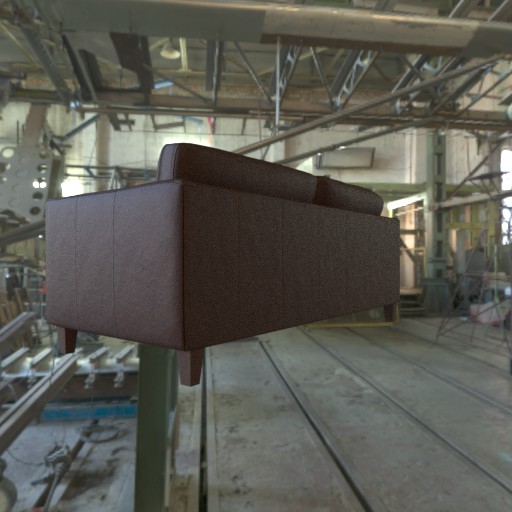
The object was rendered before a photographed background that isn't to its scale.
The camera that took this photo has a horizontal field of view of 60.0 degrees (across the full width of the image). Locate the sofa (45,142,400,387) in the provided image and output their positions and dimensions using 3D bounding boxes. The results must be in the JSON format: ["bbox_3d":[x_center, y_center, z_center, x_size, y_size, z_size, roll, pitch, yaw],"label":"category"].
[{"bbox_3d":[0.000,0.000,2.453,0.923,0.863,1.971,0,0,38],"label":"sofa"}]
